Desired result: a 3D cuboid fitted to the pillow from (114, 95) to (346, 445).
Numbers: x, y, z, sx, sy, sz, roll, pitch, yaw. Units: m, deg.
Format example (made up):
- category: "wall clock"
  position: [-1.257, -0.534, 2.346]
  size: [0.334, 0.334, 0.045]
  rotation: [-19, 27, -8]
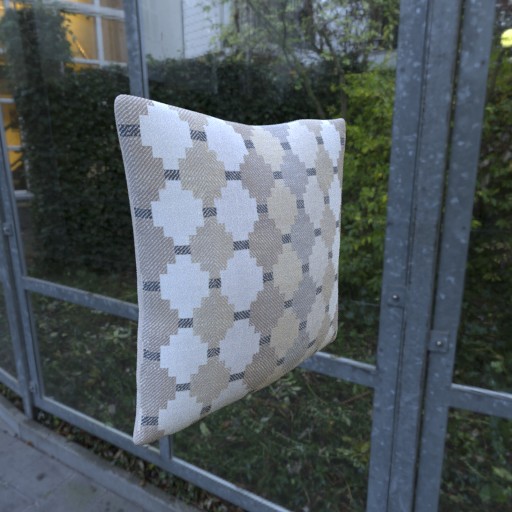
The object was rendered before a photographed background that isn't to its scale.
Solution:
- category: "pillow"
  position: [0.000, 0.000, 0.863]
  size: [0.192, 0.558, 0.578]
  rotation: [14, 20, 42]
